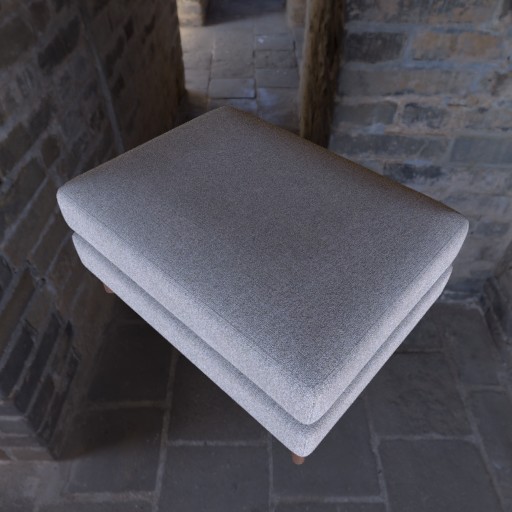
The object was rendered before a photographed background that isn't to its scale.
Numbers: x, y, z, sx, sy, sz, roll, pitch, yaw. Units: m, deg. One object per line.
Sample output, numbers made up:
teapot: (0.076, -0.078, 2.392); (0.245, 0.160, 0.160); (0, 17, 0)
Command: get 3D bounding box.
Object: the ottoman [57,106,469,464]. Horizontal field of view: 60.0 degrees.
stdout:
ottoman: (0.000, 0.000, 1.173); (0.821, 0.441, 0.611); (33, 54, 28)
